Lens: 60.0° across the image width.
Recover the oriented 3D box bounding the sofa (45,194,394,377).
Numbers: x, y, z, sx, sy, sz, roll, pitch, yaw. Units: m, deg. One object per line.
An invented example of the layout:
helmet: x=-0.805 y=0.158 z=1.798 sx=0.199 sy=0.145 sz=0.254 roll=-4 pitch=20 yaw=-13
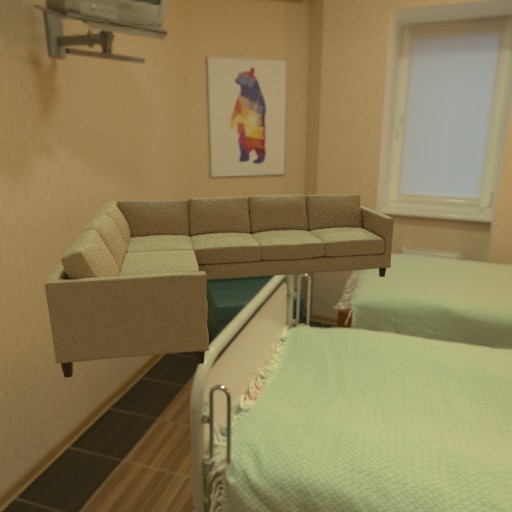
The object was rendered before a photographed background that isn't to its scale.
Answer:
sofa: x=0.000 y=0.000 z=4.253 sx=3.182 sy=0.863 sz=2.432 roll=-3 pitch=16 yaw=-11
